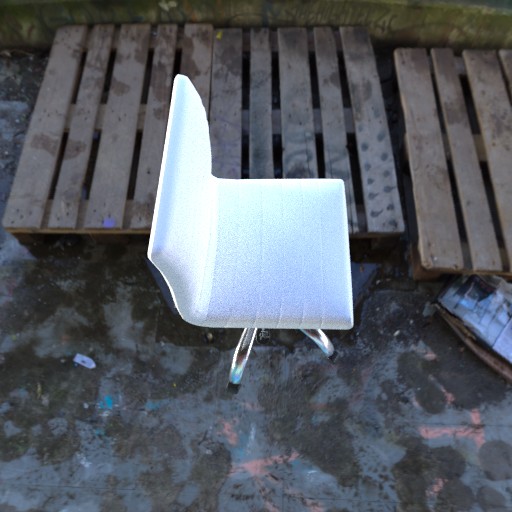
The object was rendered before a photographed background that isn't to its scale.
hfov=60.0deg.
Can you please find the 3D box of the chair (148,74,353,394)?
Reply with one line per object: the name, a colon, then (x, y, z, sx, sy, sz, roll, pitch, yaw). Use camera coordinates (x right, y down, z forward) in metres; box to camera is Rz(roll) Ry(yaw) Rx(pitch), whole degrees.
chair: (0.000, 0.000, 1.100, 0.530, 0.780, 0.556, 2, 64, 1)
